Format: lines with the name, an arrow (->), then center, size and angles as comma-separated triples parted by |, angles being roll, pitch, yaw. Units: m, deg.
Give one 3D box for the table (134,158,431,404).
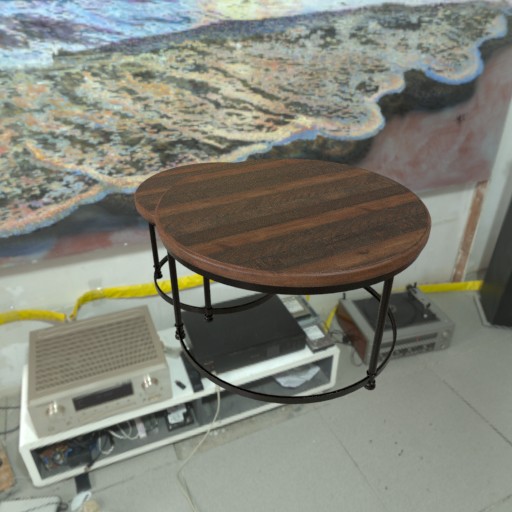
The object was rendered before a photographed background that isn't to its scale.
table -> 0.000, 0.000, 1.645 | 1.152, 0.516, 0.870 | 21, 37, 31
